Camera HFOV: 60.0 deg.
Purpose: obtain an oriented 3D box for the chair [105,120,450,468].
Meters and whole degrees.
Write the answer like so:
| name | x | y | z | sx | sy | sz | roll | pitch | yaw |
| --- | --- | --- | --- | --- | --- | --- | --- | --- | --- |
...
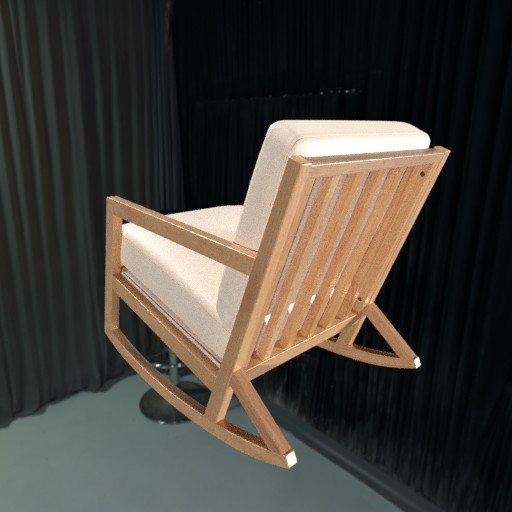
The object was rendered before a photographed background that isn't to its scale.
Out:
| name | x | y | z | sx | sy | sz | roll | pitch | yaw |
| --- | --- | --- | --- | --- | --- | --- | --- | --- | --- |
| chair | 0.000 | 0.000 | 1.362 | 0.622 | 0.790 | 0.857 | -15 | 22 | -42 |
